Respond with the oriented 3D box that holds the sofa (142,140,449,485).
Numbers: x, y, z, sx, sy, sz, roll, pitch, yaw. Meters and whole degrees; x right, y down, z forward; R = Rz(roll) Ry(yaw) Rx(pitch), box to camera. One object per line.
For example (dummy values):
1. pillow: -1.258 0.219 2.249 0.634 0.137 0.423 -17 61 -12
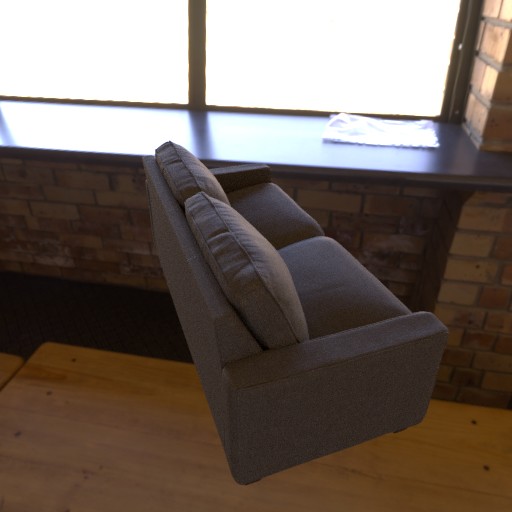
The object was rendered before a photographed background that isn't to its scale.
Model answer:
1. sofa: 0.000 0.000 2.498 0.940 0.919 2.080 -11 33 -17
